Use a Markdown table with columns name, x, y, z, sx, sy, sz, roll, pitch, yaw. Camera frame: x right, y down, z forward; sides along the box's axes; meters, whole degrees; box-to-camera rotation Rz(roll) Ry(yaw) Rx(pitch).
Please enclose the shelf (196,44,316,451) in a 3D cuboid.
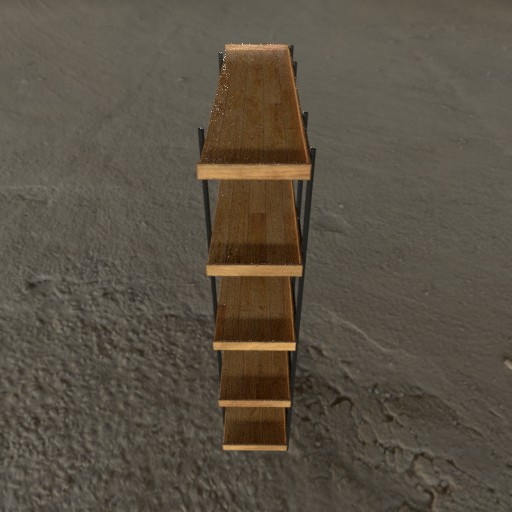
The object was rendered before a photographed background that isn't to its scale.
| name | x | y | z | sx | sy | sz | roll | pitch | yaw |
| --- | --- | --- | --- | --- | --- | --- | --- | --- | --- |
| shelf | 0.000 | 0.000 | 2.400 | 0.379 | 1.826 | 1.371 | 0 | 39 | 0 |
